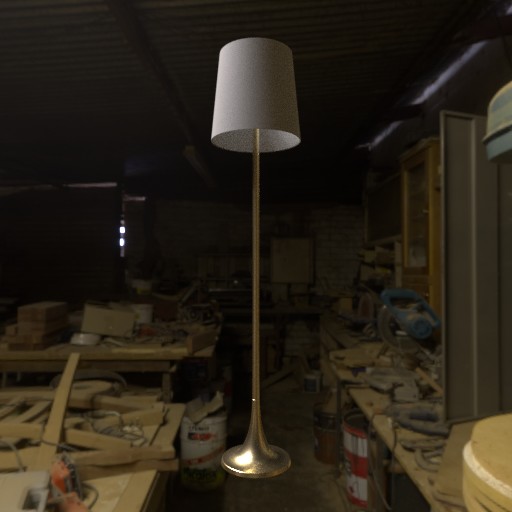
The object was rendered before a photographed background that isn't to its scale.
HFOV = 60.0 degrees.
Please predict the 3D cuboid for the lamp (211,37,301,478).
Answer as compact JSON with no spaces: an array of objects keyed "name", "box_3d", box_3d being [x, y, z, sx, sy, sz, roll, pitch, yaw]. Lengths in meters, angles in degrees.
[{"name":"lamp","box_3d":[0.000,0.000,1.675,0.337,1.543,0.337,0,-1,0]}]
